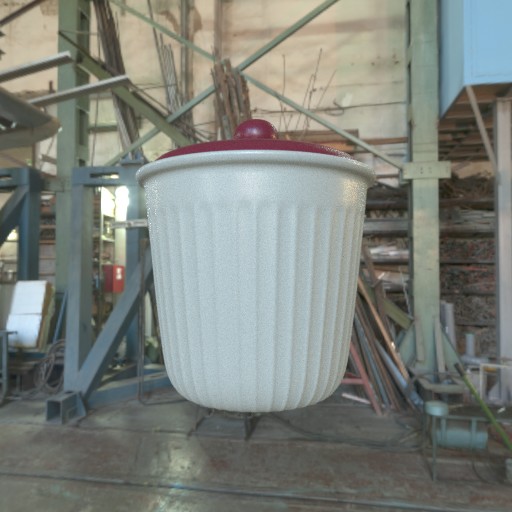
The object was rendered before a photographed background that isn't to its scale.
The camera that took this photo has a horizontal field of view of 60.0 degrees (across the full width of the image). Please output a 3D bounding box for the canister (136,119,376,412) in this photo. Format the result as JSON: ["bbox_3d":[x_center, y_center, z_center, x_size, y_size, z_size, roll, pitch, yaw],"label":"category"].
[{"bbox_3d":[0.000,0.000,0.343,0.181,0.211,0.181,0,-1,0],"label":"canister"}]
